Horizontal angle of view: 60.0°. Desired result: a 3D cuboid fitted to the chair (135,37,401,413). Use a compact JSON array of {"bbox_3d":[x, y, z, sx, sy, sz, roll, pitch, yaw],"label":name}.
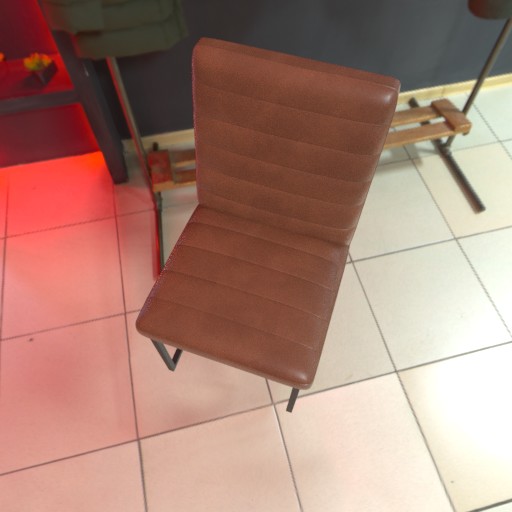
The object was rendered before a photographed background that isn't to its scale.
[{"bbox_3d":[0.000,0.000,1.308,0.520,0.930,0.634,16,61,9],"label":"chair"}]
